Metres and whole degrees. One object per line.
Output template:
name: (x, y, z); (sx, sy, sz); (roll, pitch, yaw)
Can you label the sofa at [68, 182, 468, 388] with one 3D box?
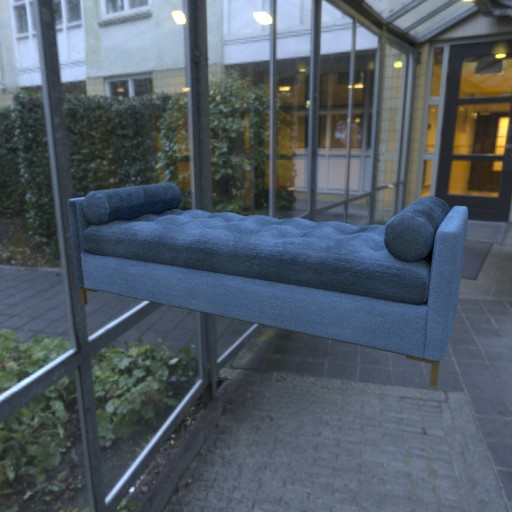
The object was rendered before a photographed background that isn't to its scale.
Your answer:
sofa: (0.000, 0.000, 2.501); (2.102, 0.705, 0.796); (7, 16, 27)
